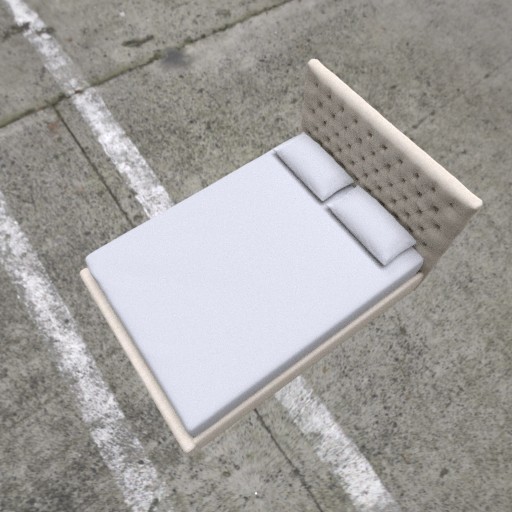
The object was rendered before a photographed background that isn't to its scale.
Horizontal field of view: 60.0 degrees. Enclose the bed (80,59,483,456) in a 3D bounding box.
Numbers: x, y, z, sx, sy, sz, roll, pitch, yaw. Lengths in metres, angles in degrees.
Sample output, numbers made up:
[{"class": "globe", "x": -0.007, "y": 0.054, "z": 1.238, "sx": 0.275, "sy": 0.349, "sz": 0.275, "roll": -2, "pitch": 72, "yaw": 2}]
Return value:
[{"class": "bed", "x": 0.000, "y": 0.000, "z": 3.397, "sx": 2.387, "sy": 1.427, "sz": 1.698, "roll": -32, "pitch": 67, "yaw": -16}]
